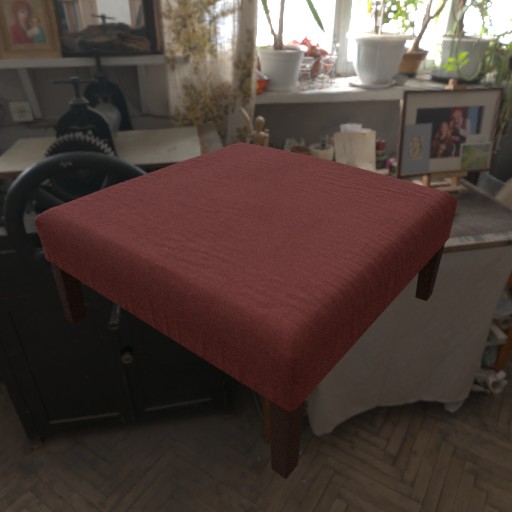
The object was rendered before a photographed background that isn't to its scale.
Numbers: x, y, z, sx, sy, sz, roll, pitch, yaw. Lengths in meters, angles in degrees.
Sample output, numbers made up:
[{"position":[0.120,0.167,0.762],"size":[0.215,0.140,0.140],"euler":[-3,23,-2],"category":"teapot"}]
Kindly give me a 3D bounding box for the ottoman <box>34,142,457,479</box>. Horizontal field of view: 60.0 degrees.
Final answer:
[{"position":[0.000,0.000,1.379],"size":[0.890,0.411,0.889],"euler":[23,38,32],"category":"ottoman"}]
